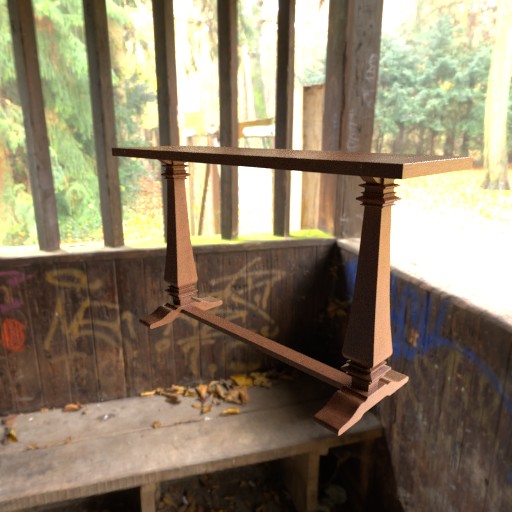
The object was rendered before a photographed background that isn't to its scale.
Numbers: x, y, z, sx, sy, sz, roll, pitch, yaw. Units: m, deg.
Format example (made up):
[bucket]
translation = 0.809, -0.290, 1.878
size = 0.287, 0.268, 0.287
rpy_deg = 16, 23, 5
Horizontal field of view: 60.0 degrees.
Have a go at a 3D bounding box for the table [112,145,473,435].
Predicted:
[table]
translation = 0.000, 0.000, 1.850
size = 0.461, 0.852, 1.478
rpy_deg = -15, 22, -42
